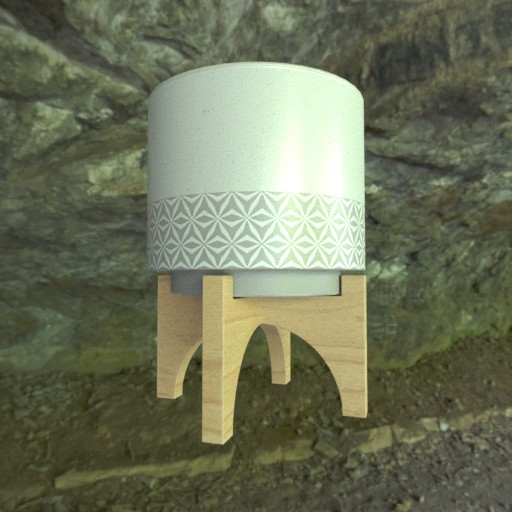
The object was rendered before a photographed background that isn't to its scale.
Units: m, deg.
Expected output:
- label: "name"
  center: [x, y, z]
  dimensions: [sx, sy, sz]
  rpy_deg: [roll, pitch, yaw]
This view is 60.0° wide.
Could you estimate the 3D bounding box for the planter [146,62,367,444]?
- label: "planter"
  center: [0.000, 0.000, 0.393]
  dimensions: [0.188, 0.260, 0.188]
  rpy_deg: [0, -2, 0]
